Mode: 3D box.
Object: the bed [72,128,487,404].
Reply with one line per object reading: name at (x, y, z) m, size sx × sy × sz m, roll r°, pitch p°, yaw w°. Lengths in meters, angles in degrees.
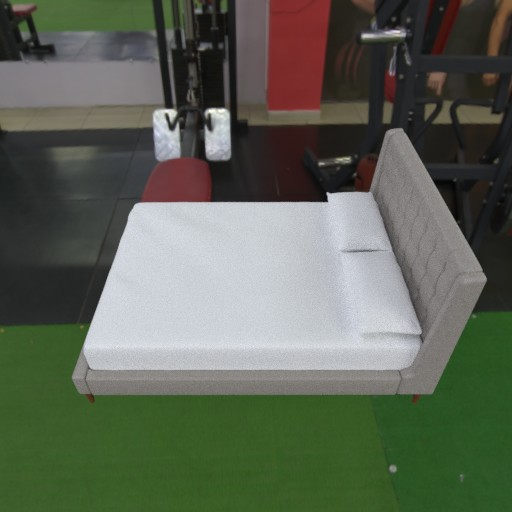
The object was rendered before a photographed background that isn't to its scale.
bed at (0.000, 0.000, 3.109) m, size 2.232 × 1.147 × 1.656 m, roll 0°, pitch 41°, yaw 0°
